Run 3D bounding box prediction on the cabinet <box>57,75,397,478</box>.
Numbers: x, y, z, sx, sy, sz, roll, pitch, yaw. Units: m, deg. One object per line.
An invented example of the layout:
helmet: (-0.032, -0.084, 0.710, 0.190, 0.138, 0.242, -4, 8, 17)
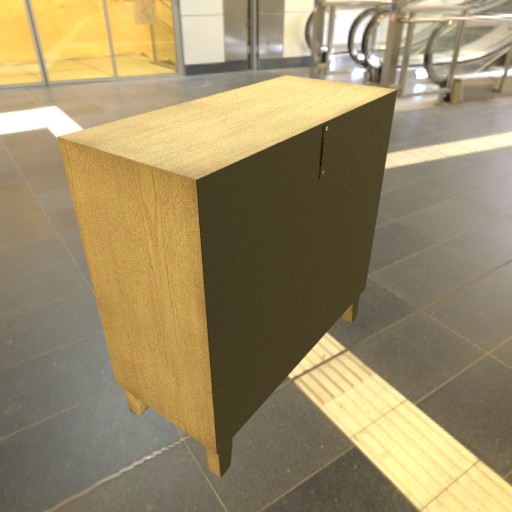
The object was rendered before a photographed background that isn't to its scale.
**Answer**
cabinet: (0.000, 0.000, 1.214, 0.370, 0.787, 0.781, 21, 38, 30)
